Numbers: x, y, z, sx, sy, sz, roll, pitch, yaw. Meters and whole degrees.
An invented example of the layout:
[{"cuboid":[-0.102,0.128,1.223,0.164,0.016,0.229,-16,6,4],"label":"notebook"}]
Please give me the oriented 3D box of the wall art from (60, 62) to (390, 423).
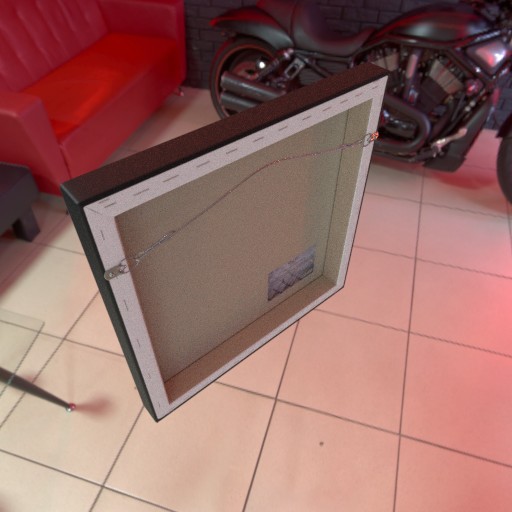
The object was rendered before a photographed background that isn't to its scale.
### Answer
[{"cuboid":[0.000,0.000,0.601,0.406,0.407,0.041,-31,53,-27],"label":"wall art"}]
